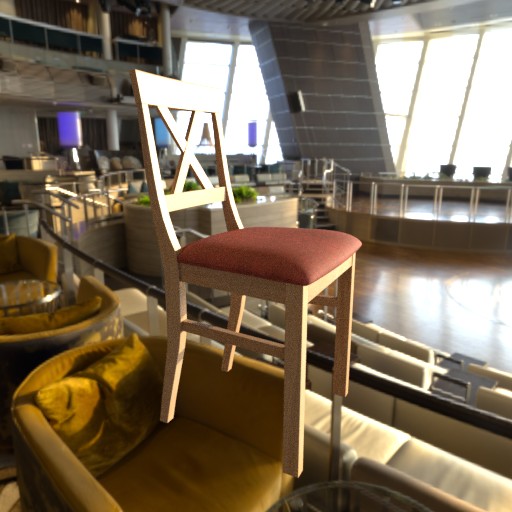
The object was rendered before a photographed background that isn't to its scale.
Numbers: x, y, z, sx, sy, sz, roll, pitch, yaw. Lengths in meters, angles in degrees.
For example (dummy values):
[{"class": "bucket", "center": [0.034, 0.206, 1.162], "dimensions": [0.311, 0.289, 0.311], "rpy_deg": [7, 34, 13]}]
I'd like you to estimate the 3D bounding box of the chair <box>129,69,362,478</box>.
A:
[{"class": "chair", "center": [0.000, 0.000, 1.186], "dimensions": [0.492, 0.912, 0.439], "rpy_deg": [7, 15, 26]}]
